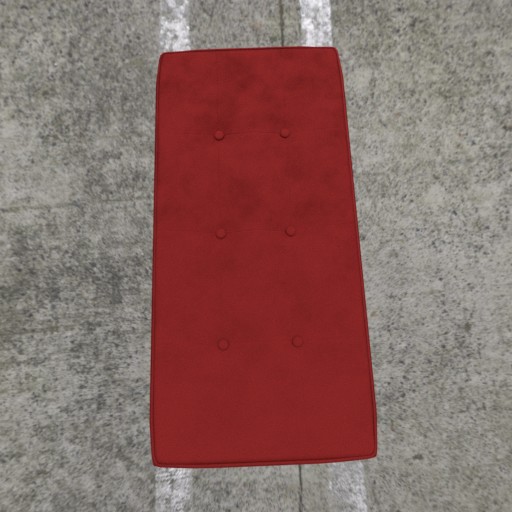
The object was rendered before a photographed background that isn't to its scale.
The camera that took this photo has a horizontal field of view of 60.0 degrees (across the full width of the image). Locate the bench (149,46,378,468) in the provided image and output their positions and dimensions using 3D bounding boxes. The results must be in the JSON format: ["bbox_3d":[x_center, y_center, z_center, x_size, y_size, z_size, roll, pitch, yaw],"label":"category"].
[{"bbox_3d":[0.000,0.000,1.247,0.492,0.471,1.016,-2,76,-1],"label":"bench"}]
